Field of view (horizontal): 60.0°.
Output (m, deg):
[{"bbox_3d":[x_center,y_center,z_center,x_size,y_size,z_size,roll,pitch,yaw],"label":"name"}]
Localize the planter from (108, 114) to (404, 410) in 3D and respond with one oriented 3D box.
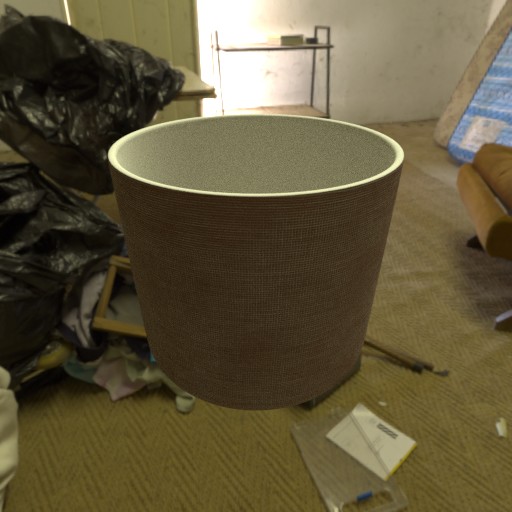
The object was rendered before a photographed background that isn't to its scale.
[{"bbox_3d":[0.000,0.000,0.780,0.440,0.398,0.440,0,29,0],"label":"planter"}]
